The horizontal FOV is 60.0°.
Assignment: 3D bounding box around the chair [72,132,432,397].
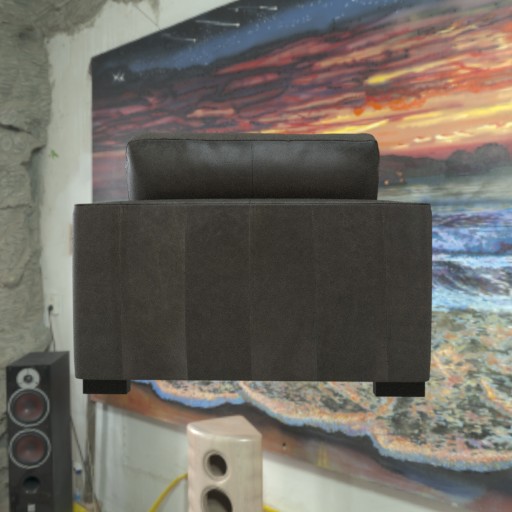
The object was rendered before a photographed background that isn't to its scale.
[{"bbox_3d":[0.000,0.000,1.817,1.106,0.807,1.080,0,1,2],"label":"chair"}]
